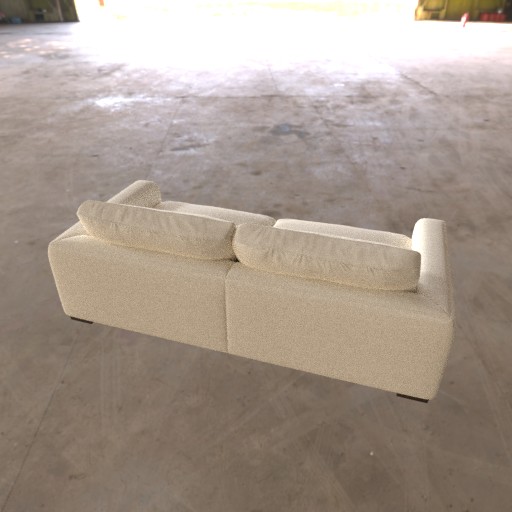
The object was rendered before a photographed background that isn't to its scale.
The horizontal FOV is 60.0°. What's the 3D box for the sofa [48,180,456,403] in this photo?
[{"bbox_3d":[0.000,0.000,2.782,2.262,0.801,1.070,10,34,15],"label":"sofa"}]
